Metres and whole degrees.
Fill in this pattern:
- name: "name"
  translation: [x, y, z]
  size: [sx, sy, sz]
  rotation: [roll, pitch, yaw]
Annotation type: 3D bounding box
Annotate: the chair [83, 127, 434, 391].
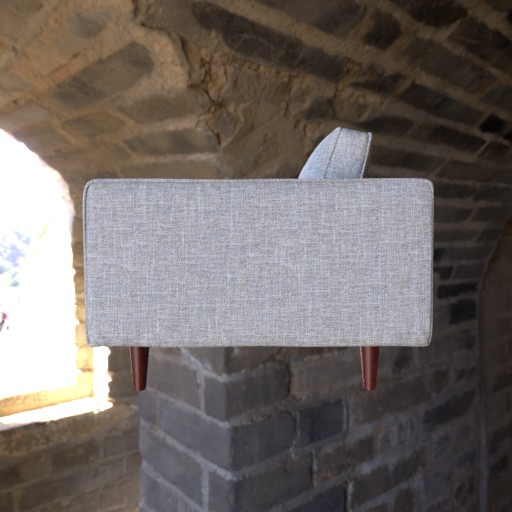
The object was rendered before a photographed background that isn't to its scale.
- name: "chair"
  translation: [0.000, 0.000, 1.558]
  size: [0.914, 0.765, 0.889]
  rotation: [0, 1, -1]
